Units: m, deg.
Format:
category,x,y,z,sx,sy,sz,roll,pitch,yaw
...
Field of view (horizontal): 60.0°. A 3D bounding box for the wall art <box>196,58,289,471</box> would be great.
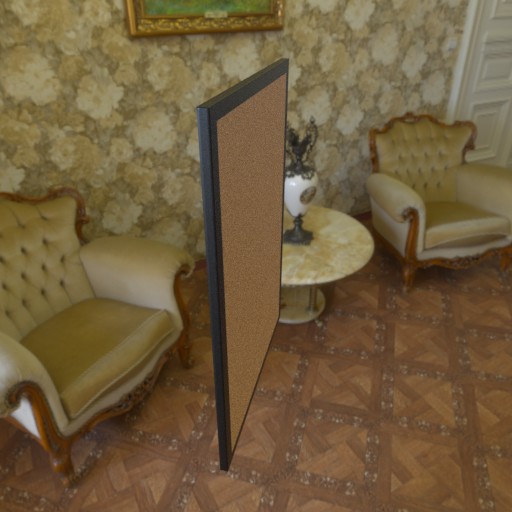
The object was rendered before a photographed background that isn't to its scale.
category,x,y,z,sx,sy,sz,roll,pitch,yaw
wall art,0.000,0.000,0.863,0.016,0.657,0.480,7,31,12
